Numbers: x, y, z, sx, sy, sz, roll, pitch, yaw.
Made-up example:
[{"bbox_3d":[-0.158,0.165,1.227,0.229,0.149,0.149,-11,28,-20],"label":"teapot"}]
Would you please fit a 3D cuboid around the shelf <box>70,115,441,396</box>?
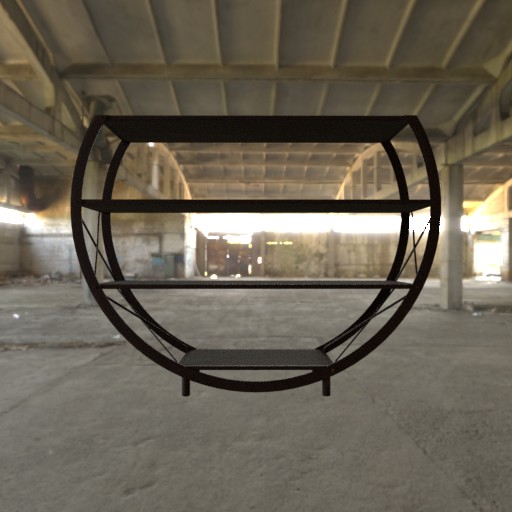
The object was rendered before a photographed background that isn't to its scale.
[{"bbox_3d":[0.000,0.000,1.841,1.403,1.063,0.344,0,-1,0],"label":"shelf"}]
